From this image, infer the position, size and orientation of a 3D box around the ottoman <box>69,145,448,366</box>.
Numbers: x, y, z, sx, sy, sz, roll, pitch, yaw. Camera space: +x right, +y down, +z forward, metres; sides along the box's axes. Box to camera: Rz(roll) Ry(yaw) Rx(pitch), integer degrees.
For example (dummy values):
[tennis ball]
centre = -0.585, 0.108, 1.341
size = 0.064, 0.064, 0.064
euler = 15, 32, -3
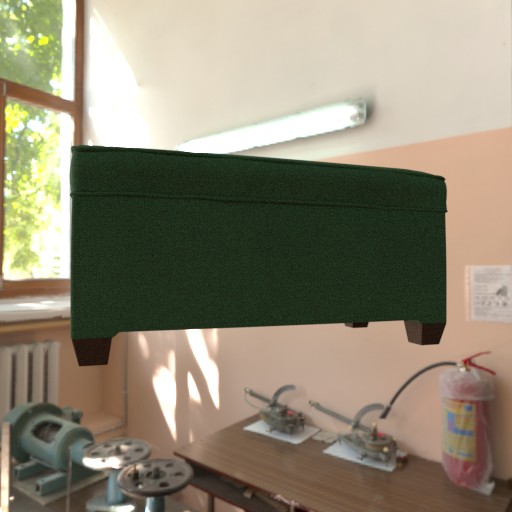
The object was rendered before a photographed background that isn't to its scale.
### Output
[ottoman]
centre = 0.000, 0.000, 1.237
size = 0.957, 0.471, 0.483
euler = 0, -2, -17
